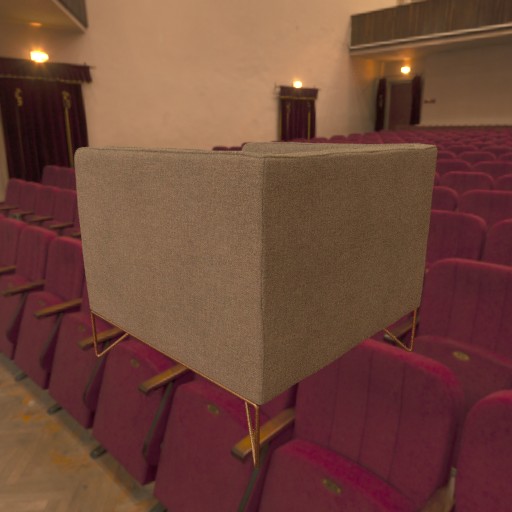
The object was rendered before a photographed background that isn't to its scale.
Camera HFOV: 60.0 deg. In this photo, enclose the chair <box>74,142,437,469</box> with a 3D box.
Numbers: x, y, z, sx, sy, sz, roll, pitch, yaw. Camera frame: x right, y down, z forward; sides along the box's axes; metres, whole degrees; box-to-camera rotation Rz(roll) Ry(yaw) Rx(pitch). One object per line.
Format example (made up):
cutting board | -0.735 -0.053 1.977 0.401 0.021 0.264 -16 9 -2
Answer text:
chair | 0.000 0.000 1.625 0.912 0.799 0.920 15 21 42
